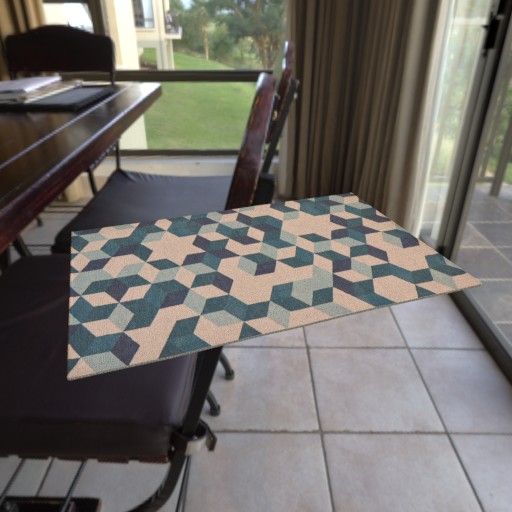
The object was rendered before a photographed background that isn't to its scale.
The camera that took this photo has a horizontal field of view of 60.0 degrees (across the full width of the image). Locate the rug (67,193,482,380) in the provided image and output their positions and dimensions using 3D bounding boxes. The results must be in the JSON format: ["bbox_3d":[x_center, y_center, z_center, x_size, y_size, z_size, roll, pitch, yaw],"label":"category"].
[{"bbox_3d":[0.000,0.000,2.317,1.829,0.014,1.235,-10,31,-17],"label":"rug"}]
